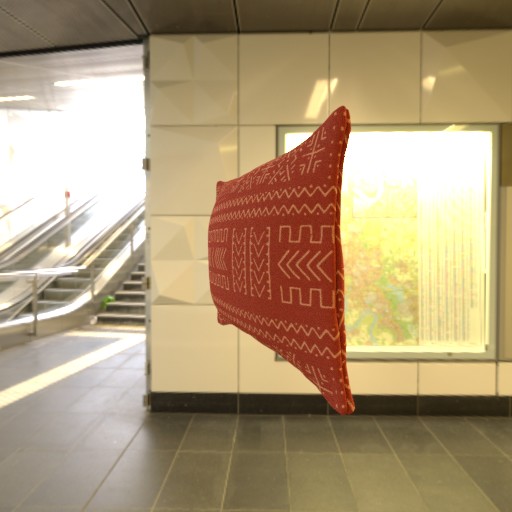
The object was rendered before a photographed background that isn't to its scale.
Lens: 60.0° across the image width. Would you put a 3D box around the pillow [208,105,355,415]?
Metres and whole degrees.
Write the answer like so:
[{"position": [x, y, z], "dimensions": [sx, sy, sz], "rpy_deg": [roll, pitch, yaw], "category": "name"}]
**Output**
[{"position": [0.000, 0.000, 0.795], "dimensions": [0.130, 0.352, 0.640], "rpy_deg": [0, 1, -18], "category": "pillow"}]
